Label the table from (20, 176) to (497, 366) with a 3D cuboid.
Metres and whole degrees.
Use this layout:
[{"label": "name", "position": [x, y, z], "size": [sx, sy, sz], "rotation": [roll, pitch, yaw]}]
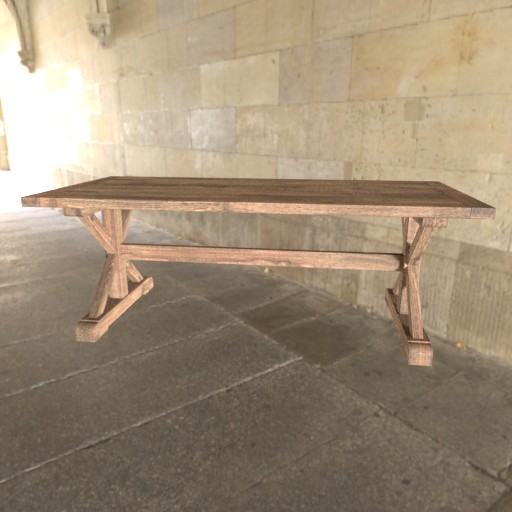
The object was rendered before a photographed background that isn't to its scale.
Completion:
[{"label": "table", "position": [0.000, 0.000, 2.404], "size": [2.031, 0.733, 0.907], "rotation": [2, 16, 8]}]
